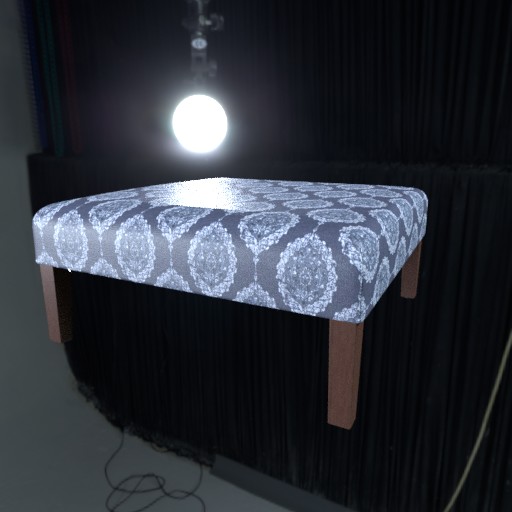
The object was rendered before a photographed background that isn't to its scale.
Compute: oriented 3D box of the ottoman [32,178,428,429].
[{"bbox_3d":[0.000,0.000,1.386,0.889,0.409,0.890,8,17,26],"label":"ottoman"}]
